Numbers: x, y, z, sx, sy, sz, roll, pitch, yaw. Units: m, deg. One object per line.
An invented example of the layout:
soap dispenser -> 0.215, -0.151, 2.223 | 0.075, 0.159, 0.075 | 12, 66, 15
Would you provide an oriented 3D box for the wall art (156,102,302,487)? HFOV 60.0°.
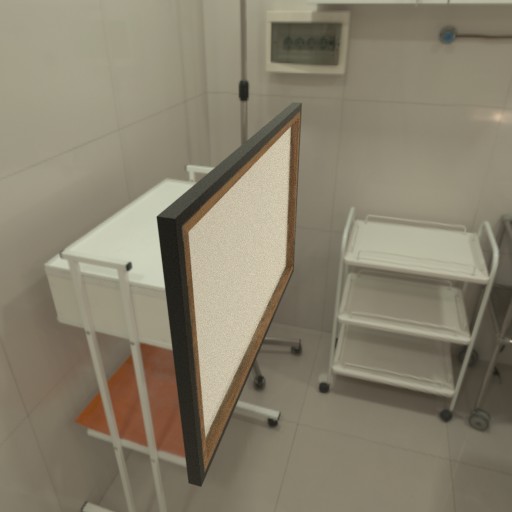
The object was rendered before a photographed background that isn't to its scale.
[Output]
wall art -> 0.000, 0.000, 0.841 | 0.022, 0.446, 0.659 | 8, 30, 14
